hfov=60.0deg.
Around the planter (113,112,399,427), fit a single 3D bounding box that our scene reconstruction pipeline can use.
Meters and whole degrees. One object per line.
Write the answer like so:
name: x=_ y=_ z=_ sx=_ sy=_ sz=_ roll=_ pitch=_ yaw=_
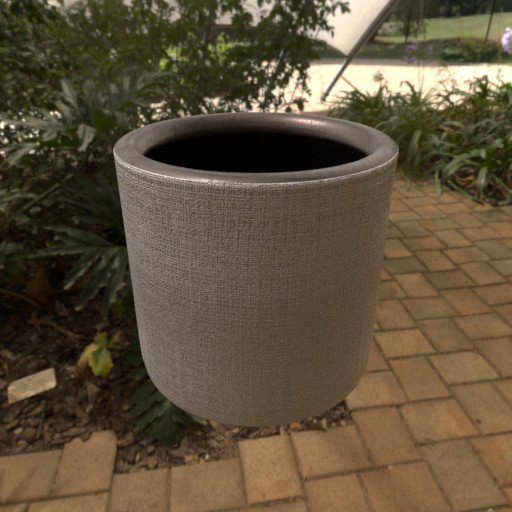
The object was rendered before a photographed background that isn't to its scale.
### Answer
planter: x=0.000 y=0.000 z=0.289 sx=0.160 sy=0.156 sz=0.160 roll=0 pitch=28 yaw=0
